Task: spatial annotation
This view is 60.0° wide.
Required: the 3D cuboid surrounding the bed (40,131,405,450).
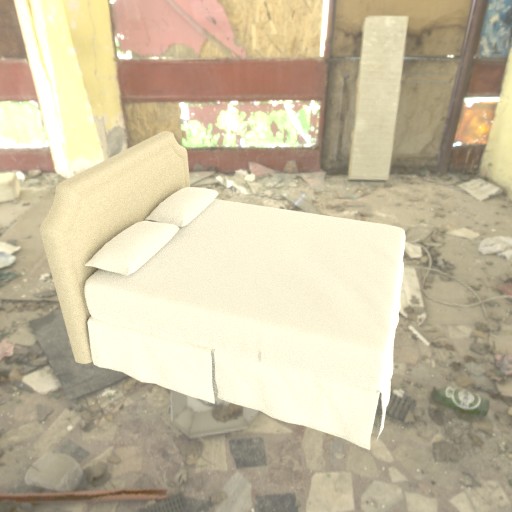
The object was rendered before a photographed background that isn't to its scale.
[{"bbox_3d":[0.000,0.000,3.177,2.116,1.290,1.693,10,32,17],"label":"bed"}]
